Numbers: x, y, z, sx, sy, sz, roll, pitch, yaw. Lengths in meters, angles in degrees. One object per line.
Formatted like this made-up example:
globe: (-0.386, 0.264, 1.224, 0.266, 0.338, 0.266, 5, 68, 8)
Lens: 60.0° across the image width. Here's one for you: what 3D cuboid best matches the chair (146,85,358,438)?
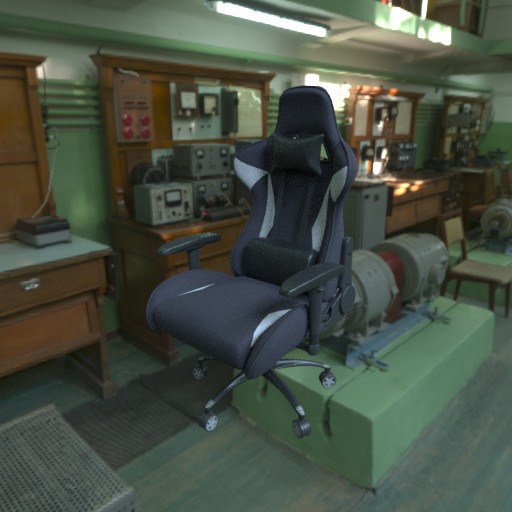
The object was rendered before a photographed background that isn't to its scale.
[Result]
chair: (0.000, 0.000, 1.762, 0.730, 1.300, 0.695, 15, 23, 40)
